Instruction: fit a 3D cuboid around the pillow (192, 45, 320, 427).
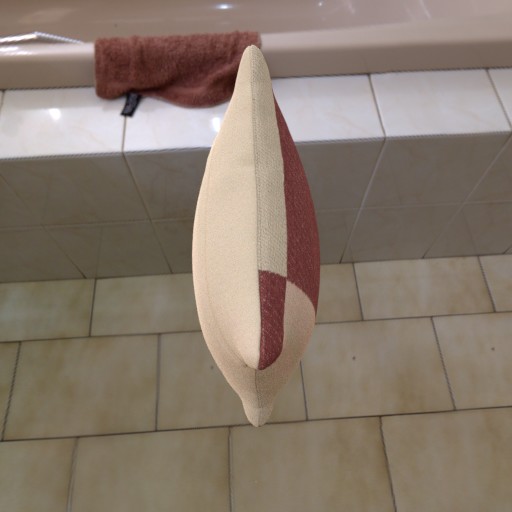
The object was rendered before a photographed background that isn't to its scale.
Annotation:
[{"bbox_3d":[0.000,0.000,0.810,0.229,0.506,0.536,-1,63,-1],"label":"pillow"}]
